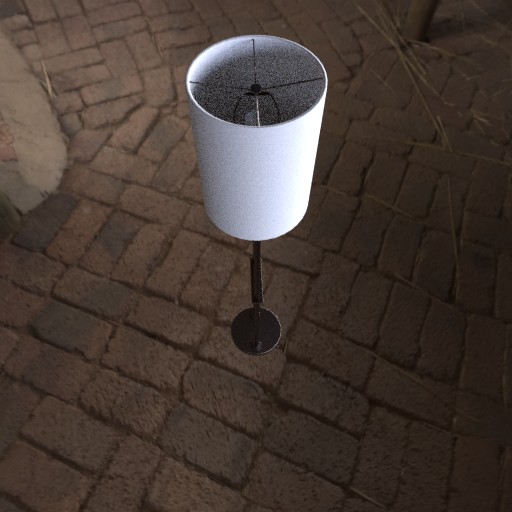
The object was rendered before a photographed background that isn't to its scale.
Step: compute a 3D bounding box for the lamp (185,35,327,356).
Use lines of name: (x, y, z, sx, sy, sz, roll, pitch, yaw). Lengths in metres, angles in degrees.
lamp: (0.000, 0.000, 1.596, 0.305, 1.500, 0.306, -2, 59, -1)
